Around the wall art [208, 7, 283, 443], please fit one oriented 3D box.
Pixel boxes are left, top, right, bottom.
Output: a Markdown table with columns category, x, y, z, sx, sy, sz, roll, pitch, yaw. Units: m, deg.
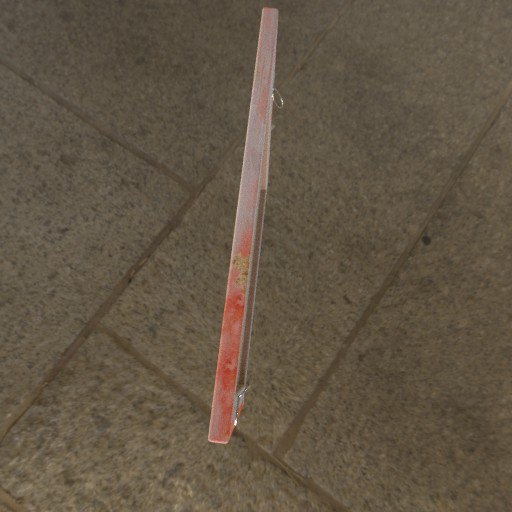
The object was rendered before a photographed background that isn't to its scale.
| category | x | y | z | sx | sy | sz | roll | pitch | yaw |
| --- | --- | --- | --- | --- | --- | --- | --- | --- | --- |
| wall art | 0.000 | 0.000 | 1.266 | 0.066 | 0.878 | 0.878 | 6 | 75 | 2 |
